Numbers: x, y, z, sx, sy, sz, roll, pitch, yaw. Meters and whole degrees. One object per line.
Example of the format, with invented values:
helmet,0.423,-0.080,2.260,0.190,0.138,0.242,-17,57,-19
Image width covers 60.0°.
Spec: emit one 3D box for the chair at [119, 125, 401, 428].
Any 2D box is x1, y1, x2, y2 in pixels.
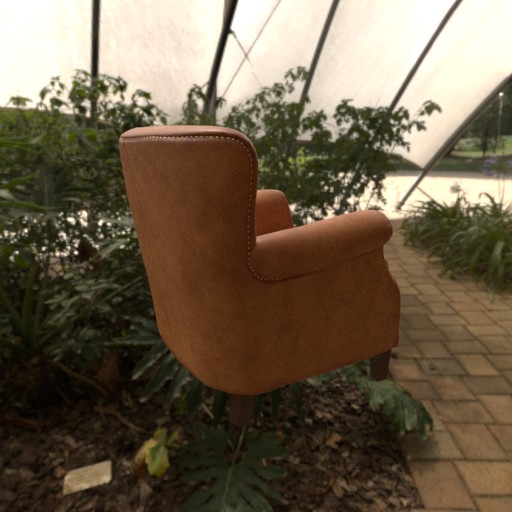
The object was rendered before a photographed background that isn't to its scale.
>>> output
chair,0.000,0.000,1.685,0.921,0.936,0.861,-8,17,-26
